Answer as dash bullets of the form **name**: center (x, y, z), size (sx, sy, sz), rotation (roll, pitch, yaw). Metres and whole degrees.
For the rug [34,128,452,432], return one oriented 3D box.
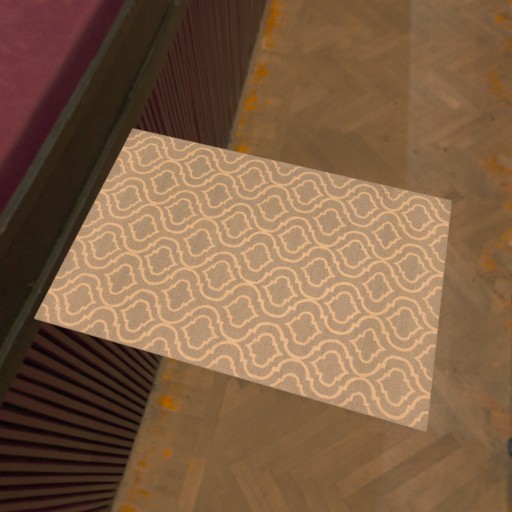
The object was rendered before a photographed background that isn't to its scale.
- **rug**: center (0.000, 0.000, 2.124), size (1.749, 0.015, 1.141), rotation (14, 65, 7)
